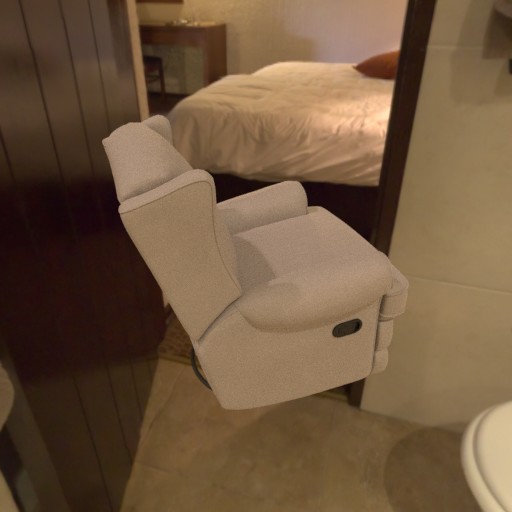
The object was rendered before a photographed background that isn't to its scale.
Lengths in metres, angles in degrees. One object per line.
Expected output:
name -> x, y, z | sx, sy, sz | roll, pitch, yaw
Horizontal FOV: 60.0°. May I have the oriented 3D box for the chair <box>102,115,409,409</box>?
chair -> 0.000, 0.000, 1.728 | 0.969, 1.011, 0.847 | -11, 33, -17
